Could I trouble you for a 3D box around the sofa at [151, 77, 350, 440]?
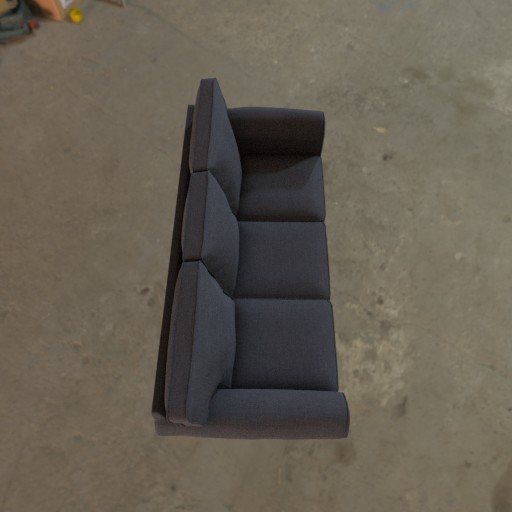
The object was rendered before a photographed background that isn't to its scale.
[{"bbox_3d":[0.000,0.000,2.669,0.909,0.966,2.084,1,62,0],"label":"sofa"}]
